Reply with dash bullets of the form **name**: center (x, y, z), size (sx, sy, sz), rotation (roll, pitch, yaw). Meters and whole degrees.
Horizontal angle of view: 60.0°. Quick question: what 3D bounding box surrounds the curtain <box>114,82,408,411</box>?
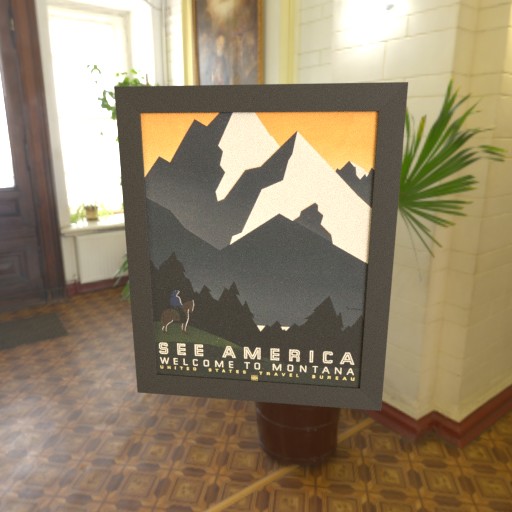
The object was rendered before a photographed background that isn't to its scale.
- **curtain**: center (0.000, 0.000, 0.810), size (0.483, 0.585, 0.027), rotation (2, 15, 7)
